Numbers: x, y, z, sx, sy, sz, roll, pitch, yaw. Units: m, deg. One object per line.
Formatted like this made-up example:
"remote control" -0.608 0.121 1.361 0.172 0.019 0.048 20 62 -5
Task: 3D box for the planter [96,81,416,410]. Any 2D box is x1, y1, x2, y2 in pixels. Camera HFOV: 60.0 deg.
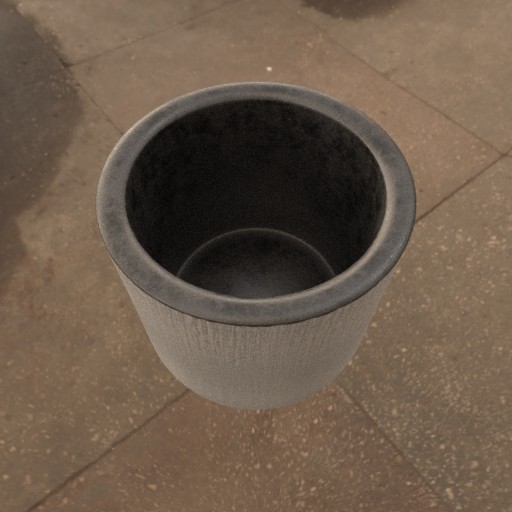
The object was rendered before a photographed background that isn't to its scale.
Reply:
"planter" 0.000 0.000 0.219 0.125 0.112 0.125 0 57 0
